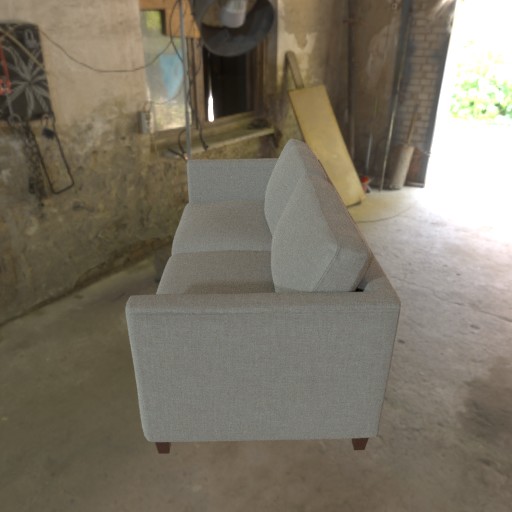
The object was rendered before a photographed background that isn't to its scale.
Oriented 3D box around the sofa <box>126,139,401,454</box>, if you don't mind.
[{"bbox_3d":[0.000,0.000,2.401,0.951,0.947,1.884,-1,27,-1],"label":"sofa"}]
